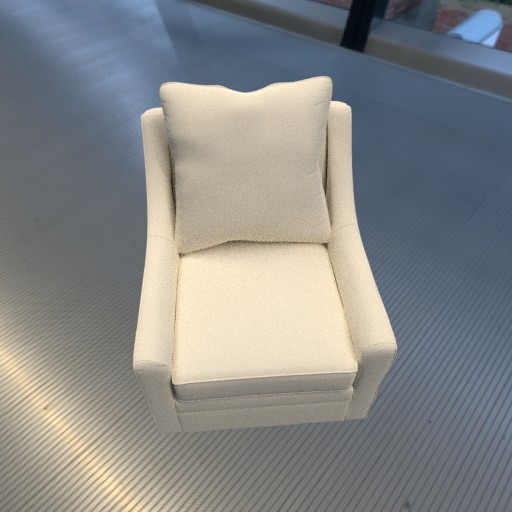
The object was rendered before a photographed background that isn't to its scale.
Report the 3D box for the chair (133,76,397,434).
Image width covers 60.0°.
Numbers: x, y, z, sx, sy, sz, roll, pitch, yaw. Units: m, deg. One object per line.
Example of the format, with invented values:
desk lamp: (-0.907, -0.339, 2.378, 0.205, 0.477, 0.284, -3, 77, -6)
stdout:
chair: (0.000, 0.000, 1.557, 0.756, 0.965, 0.876, -3, 47, -3)
